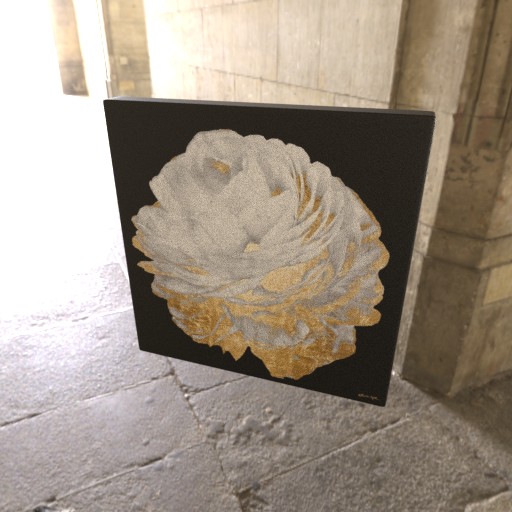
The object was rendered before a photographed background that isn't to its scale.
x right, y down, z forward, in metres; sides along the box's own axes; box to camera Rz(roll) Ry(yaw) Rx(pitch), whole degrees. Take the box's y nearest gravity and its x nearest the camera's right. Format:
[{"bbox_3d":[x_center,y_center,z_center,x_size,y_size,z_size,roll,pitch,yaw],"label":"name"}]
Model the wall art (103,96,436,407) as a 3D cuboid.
[{"bbox_3d":[0.000,0.000,0.622,0.406,0.407,0.041,9,28,17],"label":"wall art"}]
